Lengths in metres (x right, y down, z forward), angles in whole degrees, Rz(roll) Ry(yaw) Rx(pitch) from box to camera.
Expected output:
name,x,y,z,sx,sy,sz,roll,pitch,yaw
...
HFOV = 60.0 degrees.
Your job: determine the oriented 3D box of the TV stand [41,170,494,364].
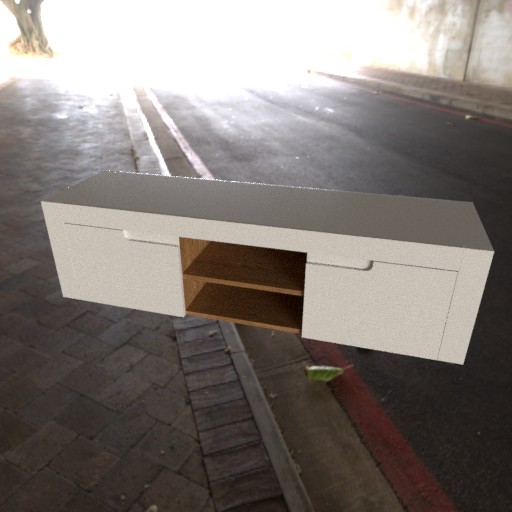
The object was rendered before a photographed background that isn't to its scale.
name,x,y,z,sx,sy,sz,roll,pitch,yaw
TV stand,0.000,0.000,1.697,1.500,0.440,0.410,7,28,14
